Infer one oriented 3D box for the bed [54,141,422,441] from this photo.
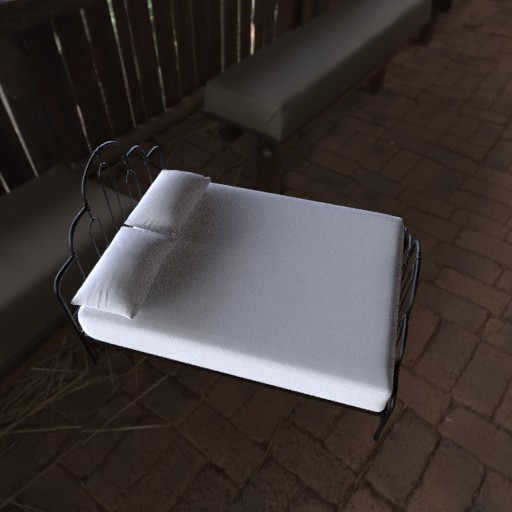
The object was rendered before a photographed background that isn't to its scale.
[{"bbox_3d":[0.000,0.000,3.227,2.181,1.444,1.626,12,49,10],"label":"bed"}]
